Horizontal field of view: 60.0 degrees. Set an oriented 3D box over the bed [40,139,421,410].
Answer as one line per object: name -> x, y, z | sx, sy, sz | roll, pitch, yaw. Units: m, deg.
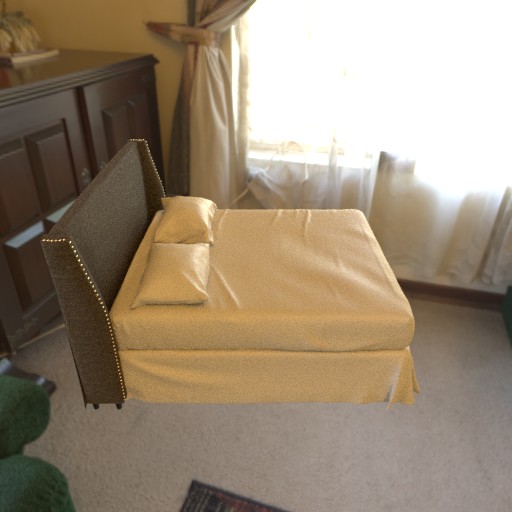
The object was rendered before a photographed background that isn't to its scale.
bed -> 0.000, 0.000, 3.441 | 2.276, 1.332, 1.925 | 0, 30, 0
